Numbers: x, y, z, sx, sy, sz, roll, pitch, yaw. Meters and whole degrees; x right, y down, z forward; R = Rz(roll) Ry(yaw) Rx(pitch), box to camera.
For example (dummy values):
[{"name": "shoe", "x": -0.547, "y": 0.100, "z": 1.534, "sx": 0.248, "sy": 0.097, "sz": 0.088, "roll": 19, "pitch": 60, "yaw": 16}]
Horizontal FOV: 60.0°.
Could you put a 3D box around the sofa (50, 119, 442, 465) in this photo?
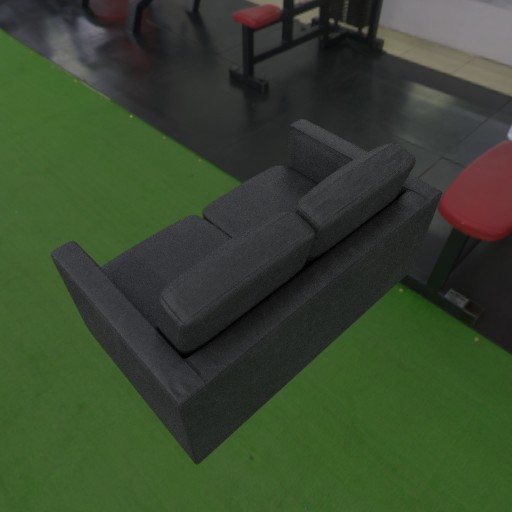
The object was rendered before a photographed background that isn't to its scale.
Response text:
[{"name": "sofa", "x": 0.000, "y": 0.000, "z": 1.998, "sx": 1.430, "sy": 0.899, "sz": 0.879, "roll": -35, "pitch": 56, "yaw": -27}]
